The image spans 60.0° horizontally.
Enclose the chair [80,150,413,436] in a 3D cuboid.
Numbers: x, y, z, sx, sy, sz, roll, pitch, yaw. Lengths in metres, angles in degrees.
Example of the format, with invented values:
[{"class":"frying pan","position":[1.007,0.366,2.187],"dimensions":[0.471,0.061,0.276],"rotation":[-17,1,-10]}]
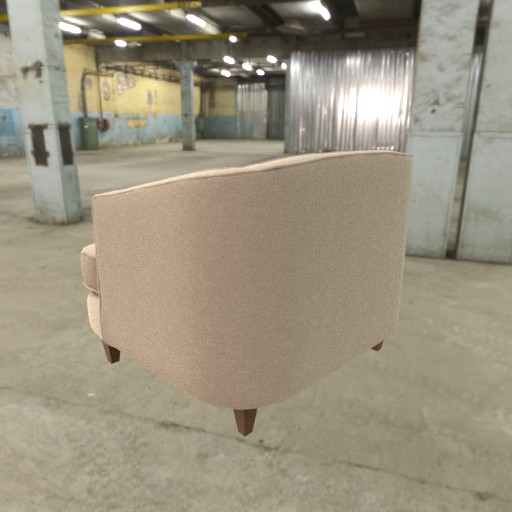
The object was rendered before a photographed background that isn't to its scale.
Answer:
[{"class":"chair","position":[0.000,0.000,1.789],"dimensions":[1.104,0.852,0.941],"rotation":[-15,22,-42]}]
